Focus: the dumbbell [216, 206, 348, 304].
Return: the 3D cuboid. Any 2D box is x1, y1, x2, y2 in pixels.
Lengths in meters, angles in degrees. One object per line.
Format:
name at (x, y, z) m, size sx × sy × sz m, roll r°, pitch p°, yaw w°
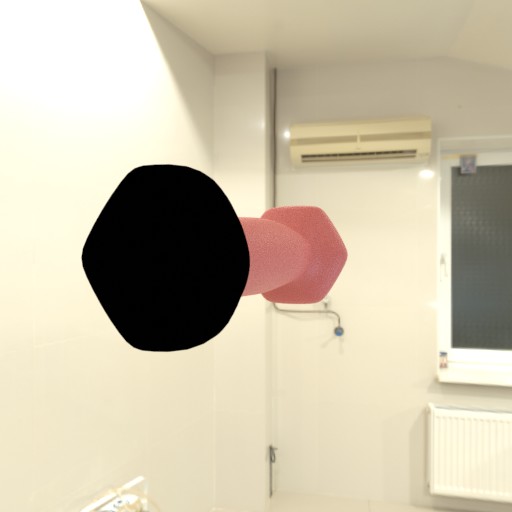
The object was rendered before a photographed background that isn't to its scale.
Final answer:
dumbbell at (0.000, 0.000, 0.146) m, size 0.047 × 0.043 × 0.123 m, roll 0°, pitch 1°, yaw 18°
